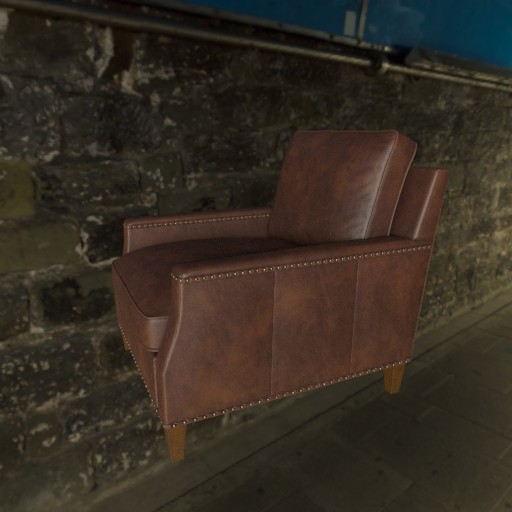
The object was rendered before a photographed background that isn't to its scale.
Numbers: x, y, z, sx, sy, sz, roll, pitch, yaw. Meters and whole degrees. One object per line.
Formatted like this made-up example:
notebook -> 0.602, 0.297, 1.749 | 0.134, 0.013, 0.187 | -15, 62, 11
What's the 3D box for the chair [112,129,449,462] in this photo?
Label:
chair -> 0.000, 0.000, 1.690 | 1.014, 0.929, 0.853 | -7, 17, -24
